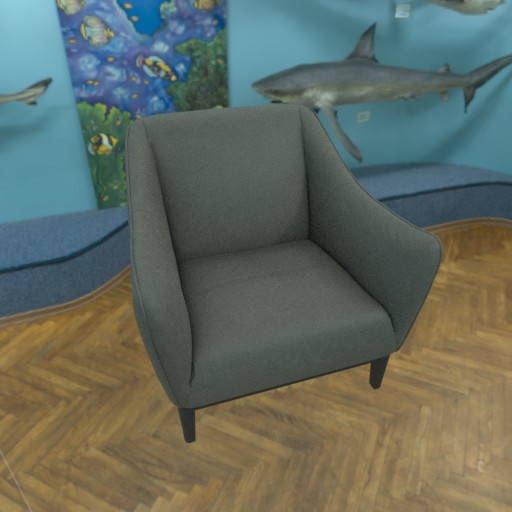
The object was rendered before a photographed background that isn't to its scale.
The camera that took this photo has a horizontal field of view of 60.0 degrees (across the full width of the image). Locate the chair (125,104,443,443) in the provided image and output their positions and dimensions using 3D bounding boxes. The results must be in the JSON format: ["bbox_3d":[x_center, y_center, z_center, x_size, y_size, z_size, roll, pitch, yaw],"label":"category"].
[{"bbox_3d":[0.000,0.000,1.563,0.871,0.830,0.852,-10,34,-16],"label":"chair"}]
